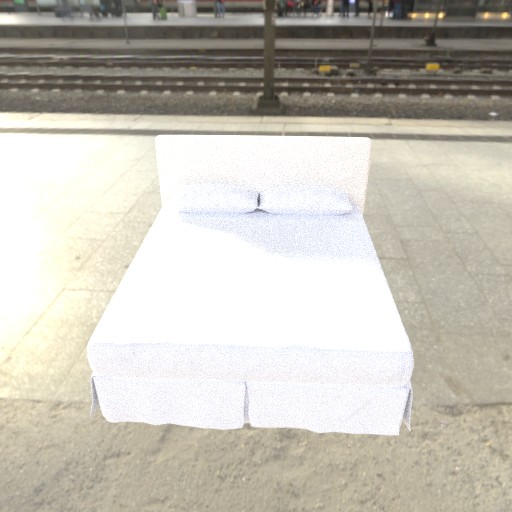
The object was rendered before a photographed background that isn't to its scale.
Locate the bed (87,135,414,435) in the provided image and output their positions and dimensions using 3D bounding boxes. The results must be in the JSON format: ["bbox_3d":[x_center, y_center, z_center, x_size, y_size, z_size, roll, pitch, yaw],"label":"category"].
[{"bbox_3d":[0.000,0.000,3.551,2.119,1.317,2.341,1,31,2],"label":"bed"}]
